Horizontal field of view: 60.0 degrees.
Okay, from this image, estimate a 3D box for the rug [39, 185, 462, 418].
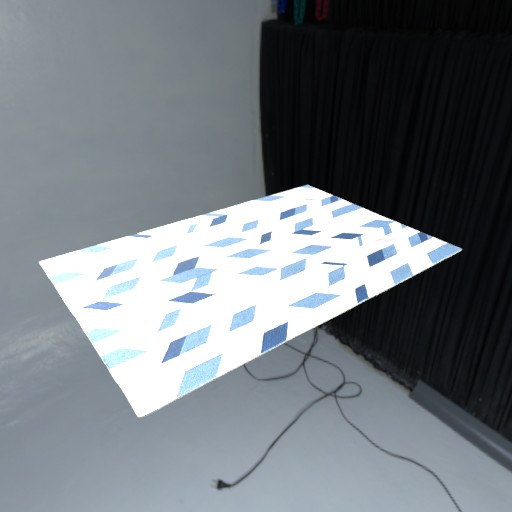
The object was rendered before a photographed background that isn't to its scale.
[{"bbox_3d":[0.000,0.000,2.268,1.813,0.006,1.202,-20,35,-31],"label":"rug"}]
